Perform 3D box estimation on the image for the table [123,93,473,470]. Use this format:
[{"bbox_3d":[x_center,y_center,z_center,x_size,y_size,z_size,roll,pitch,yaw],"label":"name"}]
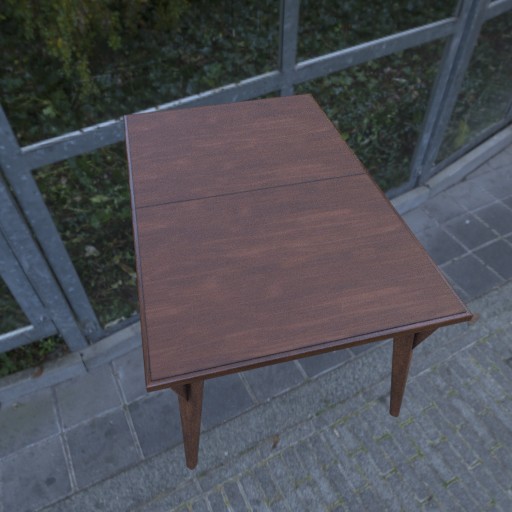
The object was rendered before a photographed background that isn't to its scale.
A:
[{"bbox_3d":[0.000,0.000,2.054,0.990,0.761,1.524,-10,47,-10],"label":"table"}]
